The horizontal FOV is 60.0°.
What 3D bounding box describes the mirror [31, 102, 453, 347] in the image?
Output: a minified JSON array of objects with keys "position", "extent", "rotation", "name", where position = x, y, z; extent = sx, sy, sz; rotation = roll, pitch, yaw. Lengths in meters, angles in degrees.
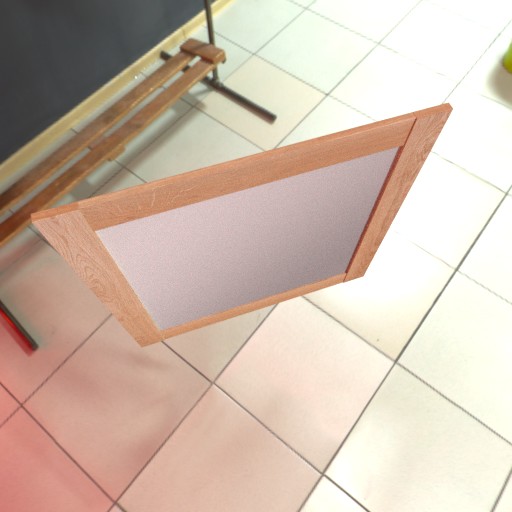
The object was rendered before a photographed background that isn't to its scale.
[{"position":[0.000,0.000,1.162],"extent":[0.800,0.800,0.020],"rotation":[-17,65,-8],"name":"mirror"}]
